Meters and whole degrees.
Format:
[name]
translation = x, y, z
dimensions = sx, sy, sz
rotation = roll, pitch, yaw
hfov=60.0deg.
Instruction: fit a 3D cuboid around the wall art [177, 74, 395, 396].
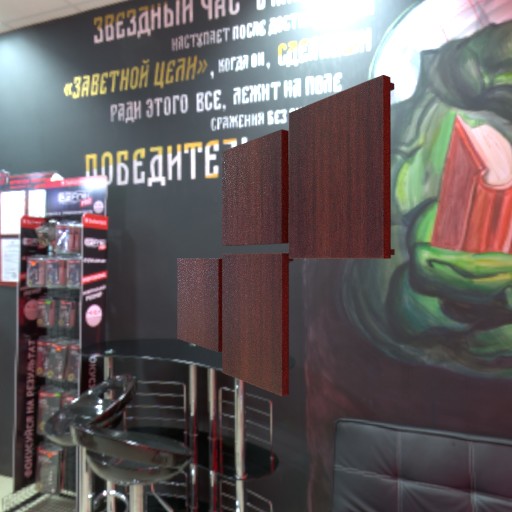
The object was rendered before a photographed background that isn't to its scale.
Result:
[wall art]
translation = 0.000, 0.000, 0.873
dimensions = 0.030, 0.497, 0.635
rotation = 0, 0, -36
